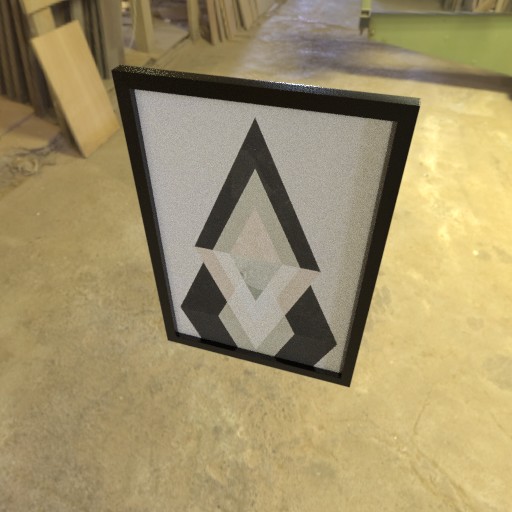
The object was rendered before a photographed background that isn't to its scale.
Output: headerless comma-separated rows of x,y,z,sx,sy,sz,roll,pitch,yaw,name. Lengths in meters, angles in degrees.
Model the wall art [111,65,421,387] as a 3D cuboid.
0.000,0.000,0.589,0.314,0.455,0.019,11,43,13,wall art
